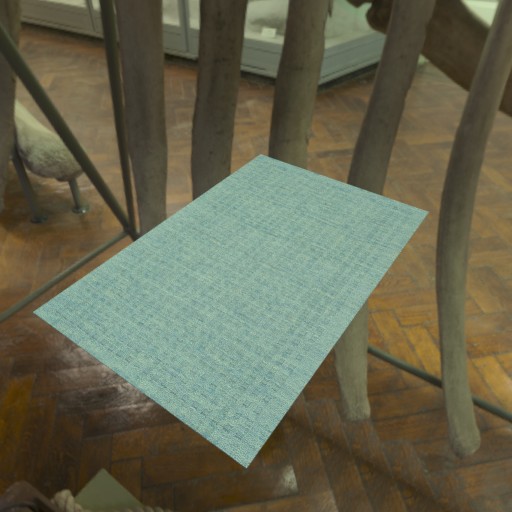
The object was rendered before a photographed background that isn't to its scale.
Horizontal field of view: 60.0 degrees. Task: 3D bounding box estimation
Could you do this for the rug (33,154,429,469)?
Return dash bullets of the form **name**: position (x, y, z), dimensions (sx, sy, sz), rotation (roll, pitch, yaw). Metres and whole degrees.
- **rug**: position (0.000, 0.000, 2.918), dimensions (1.522, 0.006, 2.286), rotation (25, 47, 26)
